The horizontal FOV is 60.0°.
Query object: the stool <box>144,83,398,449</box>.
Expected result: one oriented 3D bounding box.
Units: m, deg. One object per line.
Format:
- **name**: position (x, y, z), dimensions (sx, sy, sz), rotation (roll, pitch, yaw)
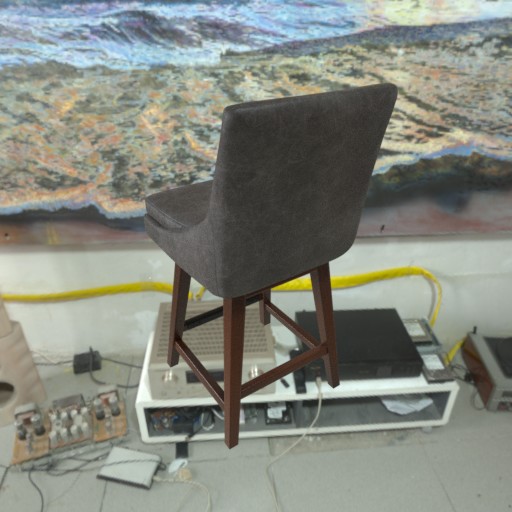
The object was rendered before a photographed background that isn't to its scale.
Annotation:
- **stool**: position (0.000, 0.000, 1.374), dimensions (0.492, 1.046, 0.587), rotation (-19, 35, -29)
